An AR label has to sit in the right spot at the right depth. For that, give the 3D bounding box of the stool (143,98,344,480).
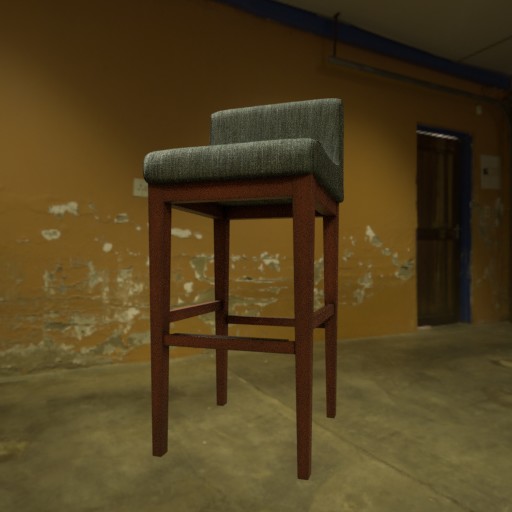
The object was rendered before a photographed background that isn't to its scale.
[{"bbox_3d":[0.000,0.000,1.219,0.426,0.965,0.499,0,0,18],"label":"stool"}]
